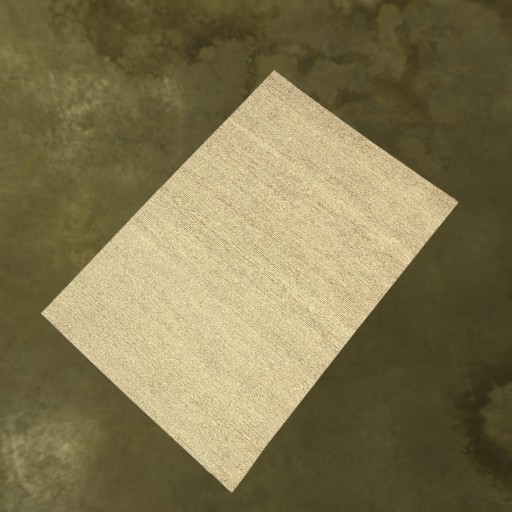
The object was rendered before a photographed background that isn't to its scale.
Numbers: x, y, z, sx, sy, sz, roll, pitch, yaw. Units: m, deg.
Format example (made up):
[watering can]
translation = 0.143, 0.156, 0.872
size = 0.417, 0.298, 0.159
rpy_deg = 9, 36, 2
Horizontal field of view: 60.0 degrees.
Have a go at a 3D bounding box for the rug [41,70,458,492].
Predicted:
[rug]
translation = 0.000, 0.000, 2.897
size = 1.609, 0.030, 2.342
rpy_deg = 39, 79, 9
